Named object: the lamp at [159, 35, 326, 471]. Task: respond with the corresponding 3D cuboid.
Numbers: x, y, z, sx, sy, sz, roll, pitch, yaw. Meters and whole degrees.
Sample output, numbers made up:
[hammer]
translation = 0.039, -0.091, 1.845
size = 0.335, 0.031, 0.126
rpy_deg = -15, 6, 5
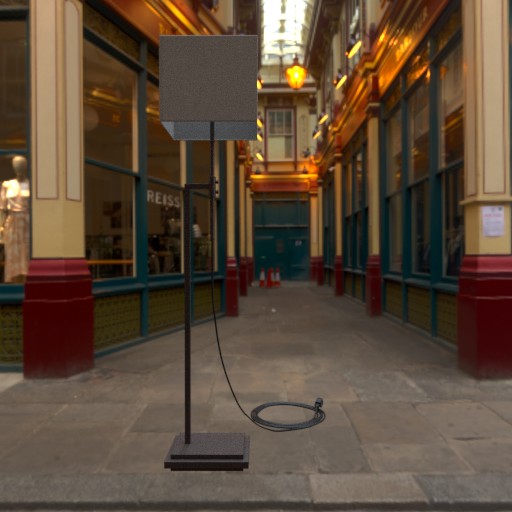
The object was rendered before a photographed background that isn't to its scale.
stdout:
[lamp]
translation = 0.000, 0.000, 1.992
size = 0.698, 1.600, 0.774
rpy_deg = 0, 1, 0
